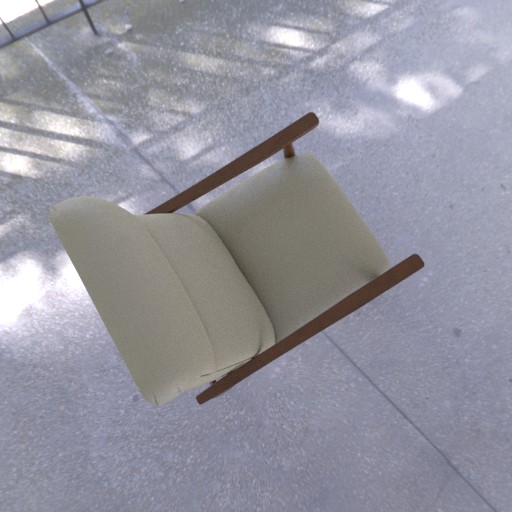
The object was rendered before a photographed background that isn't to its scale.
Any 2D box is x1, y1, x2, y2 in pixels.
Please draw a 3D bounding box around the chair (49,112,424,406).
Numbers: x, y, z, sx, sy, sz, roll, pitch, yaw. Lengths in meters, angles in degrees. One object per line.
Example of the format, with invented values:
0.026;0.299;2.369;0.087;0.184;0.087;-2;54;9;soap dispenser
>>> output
0.000;0.000;1.736;1.014;1.082;0.762;-31;77;-8;chair
